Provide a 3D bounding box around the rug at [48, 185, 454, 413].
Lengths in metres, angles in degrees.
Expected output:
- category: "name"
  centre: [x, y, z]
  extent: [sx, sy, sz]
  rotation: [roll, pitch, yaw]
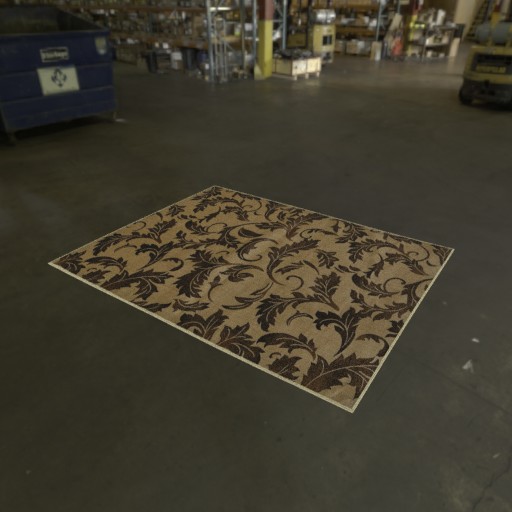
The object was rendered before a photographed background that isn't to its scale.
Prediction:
- category: "rug"
  centre: [0.000, 0.000, 4.129]
  extent: [2.977, 0.008, 2.380]
  rotation: [19, 35, 29]
